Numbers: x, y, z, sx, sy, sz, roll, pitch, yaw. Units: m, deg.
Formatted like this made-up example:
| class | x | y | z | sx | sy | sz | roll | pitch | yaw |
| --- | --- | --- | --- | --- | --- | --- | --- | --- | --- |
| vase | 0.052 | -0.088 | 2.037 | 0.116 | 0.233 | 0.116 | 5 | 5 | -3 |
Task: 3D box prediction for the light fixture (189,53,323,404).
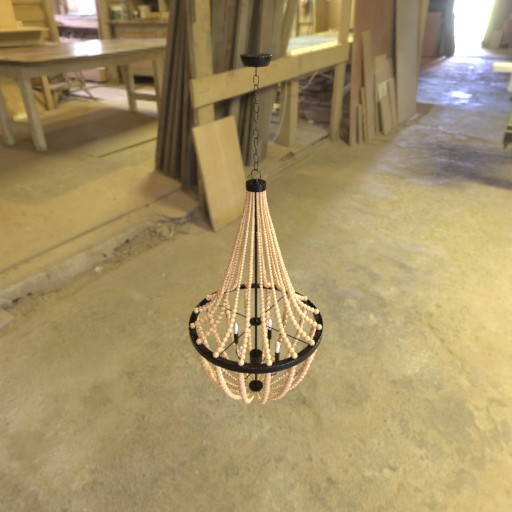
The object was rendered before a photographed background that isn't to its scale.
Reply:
| class | x | y | z | sx | sy | sz | roll | pitch | yaw |
| --- | --- | --- | --- | --- | --- | --- | --- | --- | --- |
| light fixture | 0.000 | 0.000 | 1.365 | 0.450 | 1.133 | 0.450 | 0 | 30 | 0 |
